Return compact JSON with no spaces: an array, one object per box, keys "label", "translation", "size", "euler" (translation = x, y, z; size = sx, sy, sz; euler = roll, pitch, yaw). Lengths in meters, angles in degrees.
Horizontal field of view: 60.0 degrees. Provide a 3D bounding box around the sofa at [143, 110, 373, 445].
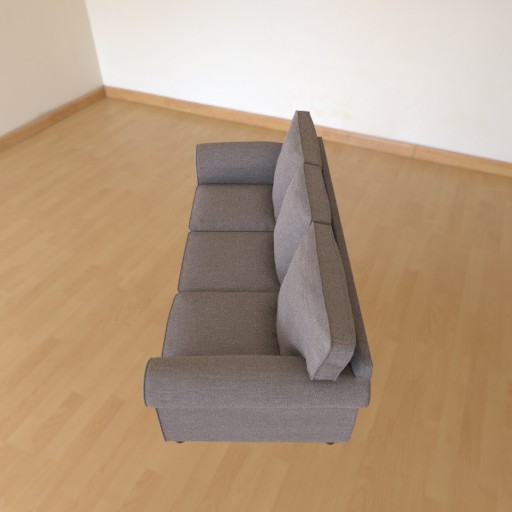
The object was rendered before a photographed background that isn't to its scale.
[{"label":"sofa","translation":[0.000,0.000,2.602],"size":[0.916,0.961,2.084],"euler":[0,41,0]}]
